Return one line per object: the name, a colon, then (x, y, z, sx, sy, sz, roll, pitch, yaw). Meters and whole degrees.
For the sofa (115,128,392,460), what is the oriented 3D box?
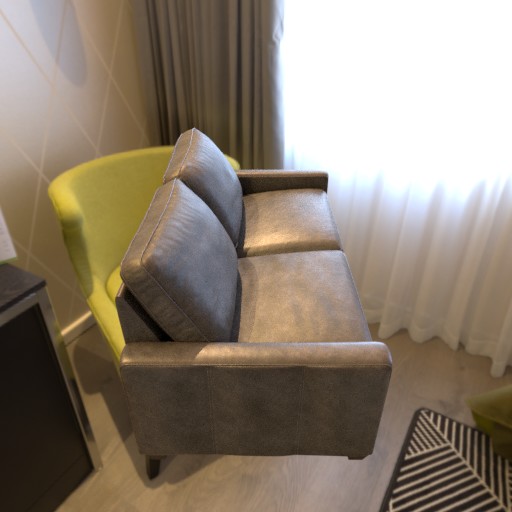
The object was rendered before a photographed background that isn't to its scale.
sofa: (0.000, 0.000, 2.259, 0.939, 0.916, 1.732, 0, 33, 0)
